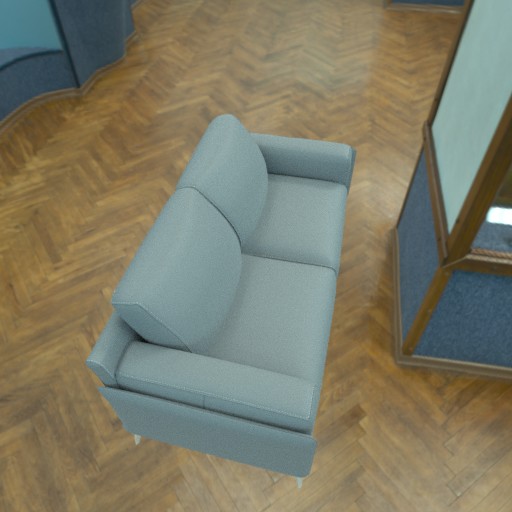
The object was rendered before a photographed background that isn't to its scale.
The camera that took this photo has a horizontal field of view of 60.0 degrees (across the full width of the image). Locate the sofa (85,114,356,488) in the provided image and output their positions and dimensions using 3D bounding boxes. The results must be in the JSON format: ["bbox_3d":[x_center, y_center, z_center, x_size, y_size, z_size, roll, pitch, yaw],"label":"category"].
[{"bbox_3d":[0.000,0.000,2.553,0.969,0.900,2.100,9,47,9],"label":"sofa"}]
